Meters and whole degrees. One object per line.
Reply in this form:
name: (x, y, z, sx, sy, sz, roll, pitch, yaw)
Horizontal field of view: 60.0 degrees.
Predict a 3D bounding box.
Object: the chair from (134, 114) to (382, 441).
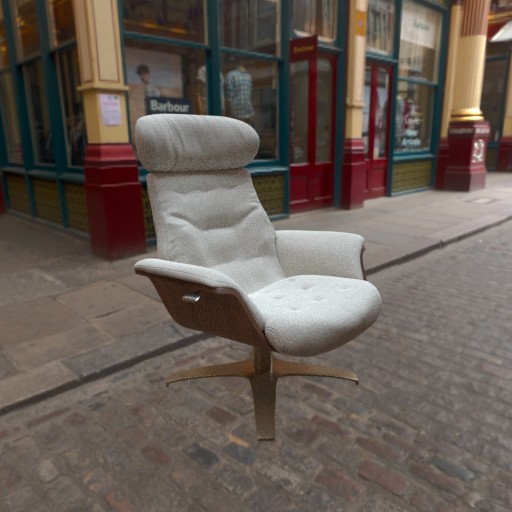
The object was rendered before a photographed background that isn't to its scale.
chair: (0.000, 0.000, 1.594, 0.837, 0.995, 0.785, 14, 20, 43)
